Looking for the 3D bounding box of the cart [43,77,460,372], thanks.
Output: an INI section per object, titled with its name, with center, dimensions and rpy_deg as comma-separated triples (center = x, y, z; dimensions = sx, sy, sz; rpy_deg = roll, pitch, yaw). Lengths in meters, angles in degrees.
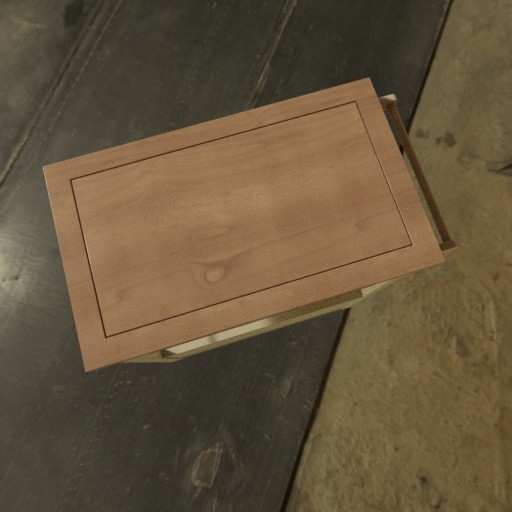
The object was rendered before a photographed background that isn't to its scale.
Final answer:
[cart]
center = 0.000, 0.000, 1.388
dimensions = 0.840, 0.901, 0.459
rpy_deg = -17, 77, -4
